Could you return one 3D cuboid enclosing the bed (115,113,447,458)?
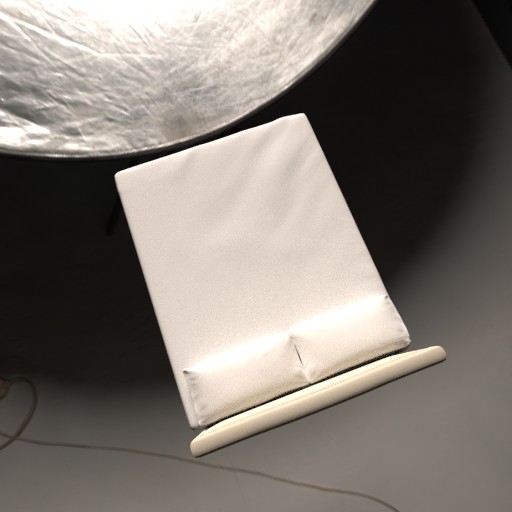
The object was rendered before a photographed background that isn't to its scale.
[{"bbox_3d":[0.000,0.000,3.658,1.977,1.437,2.477,-19,75,-6],"label":"bed"}]
